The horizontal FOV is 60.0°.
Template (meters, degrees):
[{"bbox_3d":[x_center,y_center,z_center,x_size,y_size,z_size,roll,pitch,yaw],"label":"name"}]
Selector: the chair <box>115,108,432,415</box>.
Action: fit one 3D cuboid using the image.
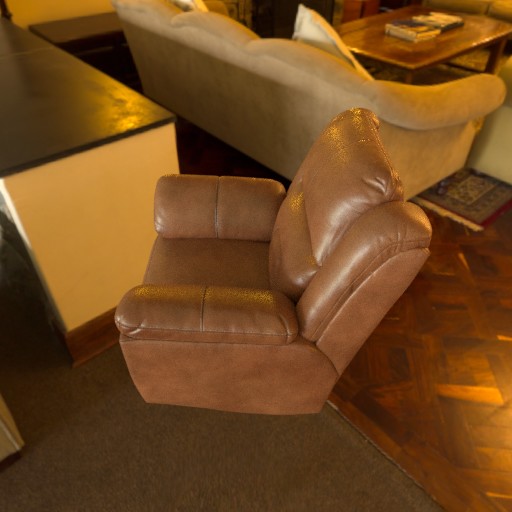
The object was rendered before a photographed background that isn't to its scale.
[{"bbox_3d":[0.000,0.000,1.898,1.041,1.093,0.990,0,41,0],"label":"chair"}]
